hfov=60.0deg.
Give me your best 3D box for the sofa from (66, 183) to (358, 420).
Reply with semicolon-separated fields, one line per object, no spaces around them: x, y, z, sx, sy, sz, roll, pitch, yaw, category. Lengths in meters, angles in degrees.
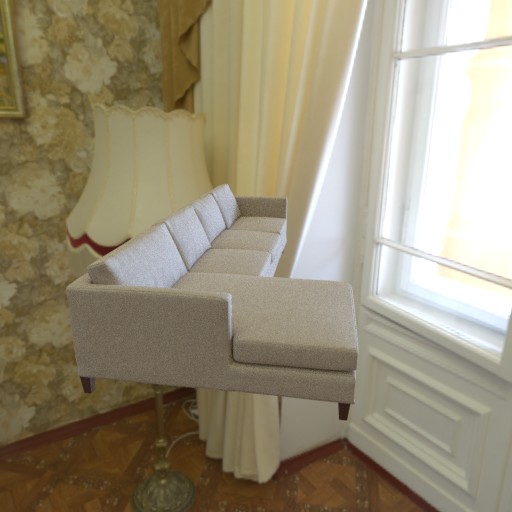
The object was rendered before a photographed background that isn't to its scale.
0.000;0.000;3.880;1.625;0.846;3.186;3;17;9;sofa
